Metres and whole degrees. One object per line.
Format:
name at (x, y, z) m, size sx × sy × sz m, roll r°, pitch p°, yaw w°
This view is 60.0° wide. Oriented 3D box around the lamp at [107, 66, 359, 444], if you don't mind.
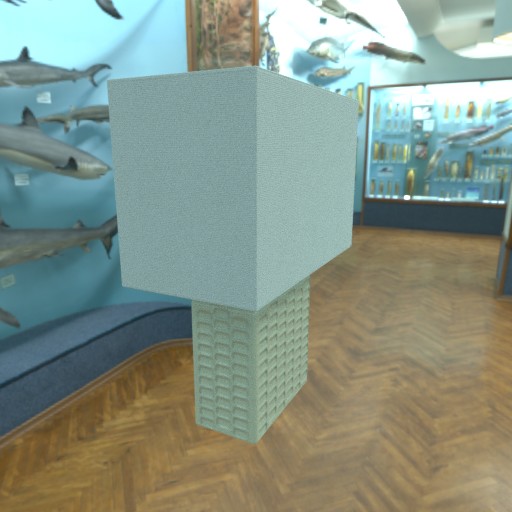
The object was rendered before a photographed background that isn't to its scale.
lamp at (0.000, 0.000, 0.699) m, size 0.200 × 0.515 × 0.380 m, roll 7°, pitch 16°, yaw 27°
